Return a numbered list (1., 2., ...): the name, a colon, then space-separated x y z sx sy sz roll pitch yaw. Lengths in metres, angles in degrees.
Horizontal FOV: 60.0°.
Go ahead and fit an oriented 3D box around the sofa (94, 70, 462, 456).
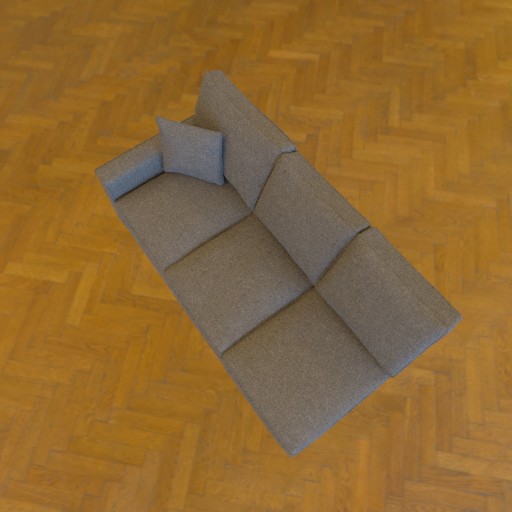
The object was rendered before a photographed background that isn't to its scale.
1. sofa: 0.000 0.000 2.590 1.034 0.946 1.963 -34 69 -15
